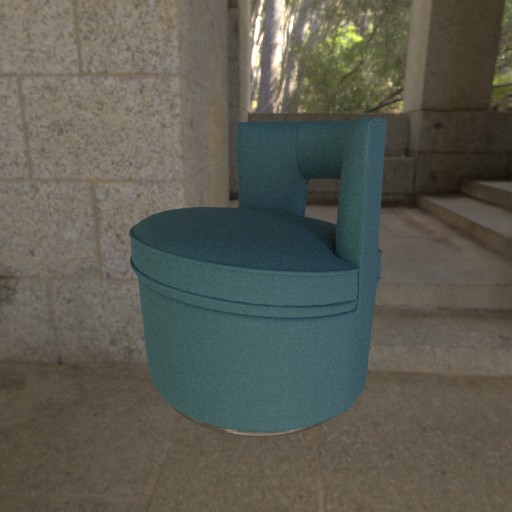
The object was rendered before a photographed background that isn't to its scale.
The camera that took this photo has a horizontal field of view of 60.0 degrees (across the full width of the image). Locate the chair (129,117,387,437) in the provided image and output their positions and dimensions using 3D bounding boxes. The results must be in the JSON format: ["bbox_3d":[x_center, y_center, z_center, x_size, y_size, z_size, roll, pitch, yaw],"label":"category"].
[{"bbox_3d":[0.000,0.000,1.201,0.660,0.711,0.684,-8,18,-25],"label":"chair"}]
